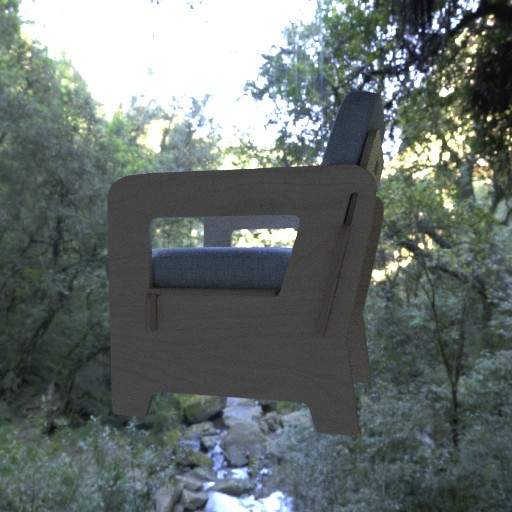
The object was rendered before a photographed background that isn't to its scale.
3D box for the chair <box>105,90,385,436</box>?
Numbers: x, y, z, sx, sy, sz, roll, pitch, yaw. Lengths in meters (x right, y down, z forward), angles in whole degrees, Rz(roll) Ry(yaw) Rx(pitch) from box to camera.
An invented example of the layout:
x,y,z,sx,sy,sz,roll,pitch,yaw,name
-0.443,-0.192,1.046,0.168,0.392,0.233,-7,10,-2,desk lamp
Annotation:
x,y,z,sx,sy,sz,roll,pitch,yaw,name
0.000,0.000,1.284,0.710,0.800,0.590,0,0,18,chair
